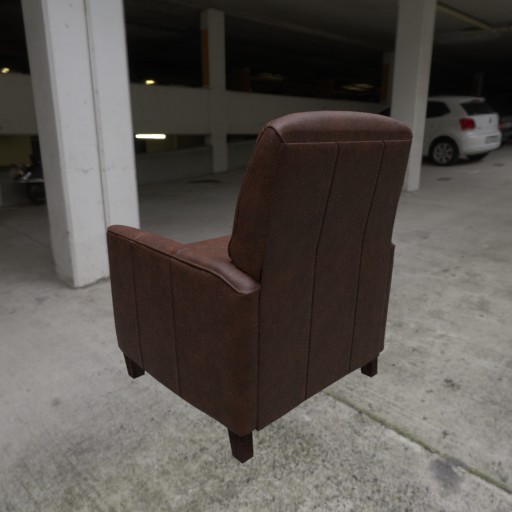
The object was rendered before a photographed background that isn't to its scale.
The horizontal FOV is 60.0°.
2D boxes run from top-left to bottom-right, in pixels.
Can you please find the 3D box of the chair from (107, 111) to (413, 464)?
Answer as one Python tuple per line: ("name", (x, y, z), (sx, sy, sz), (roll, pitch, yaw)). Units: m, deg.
("chair", (0.000, 0.000, 1.660), (0.839, 1.010, 0.850), (-14, 21, -42))
